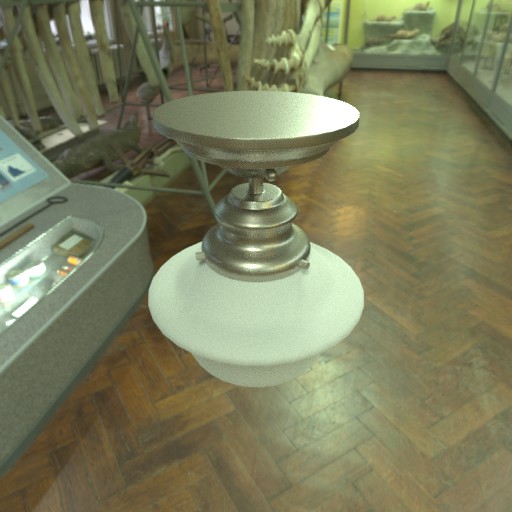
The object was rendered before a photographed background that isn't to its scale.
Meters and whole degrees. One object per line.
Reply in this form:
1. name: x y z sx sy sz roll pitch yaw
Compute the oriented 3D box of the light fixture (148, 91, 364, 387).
1. light fixture: 0.000 0.000 0.395 0.199 0.254 0.199 0 31 0
